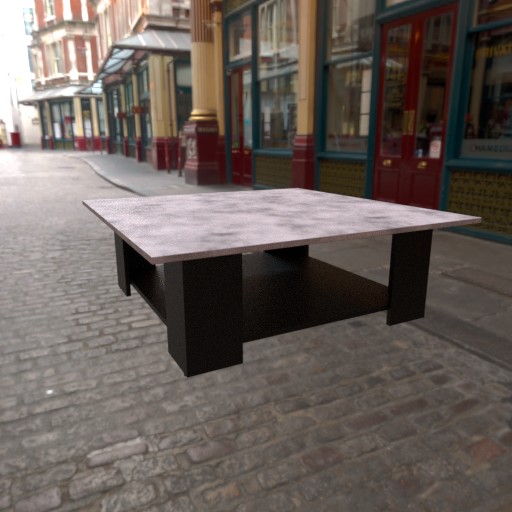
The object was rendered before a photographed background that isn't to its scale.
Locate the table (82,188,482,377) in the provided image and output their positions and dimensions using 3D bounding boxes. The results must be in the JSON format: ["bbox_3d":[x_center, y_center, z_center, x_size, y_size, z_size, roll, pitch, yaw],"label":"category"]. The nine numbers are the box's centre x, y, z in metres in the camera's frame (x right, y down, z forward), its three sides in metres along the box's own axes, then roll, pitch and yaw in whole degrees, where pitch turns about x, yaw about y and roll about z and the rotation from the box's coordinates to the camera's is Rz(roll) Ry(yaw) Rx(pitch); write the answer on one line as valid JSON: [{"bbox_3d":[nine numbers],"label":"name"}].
[{"bbox_3d":[0.000,0.000,1.397,0.890,0.305,0.890,-8,16,-27],"label":"table"}]
